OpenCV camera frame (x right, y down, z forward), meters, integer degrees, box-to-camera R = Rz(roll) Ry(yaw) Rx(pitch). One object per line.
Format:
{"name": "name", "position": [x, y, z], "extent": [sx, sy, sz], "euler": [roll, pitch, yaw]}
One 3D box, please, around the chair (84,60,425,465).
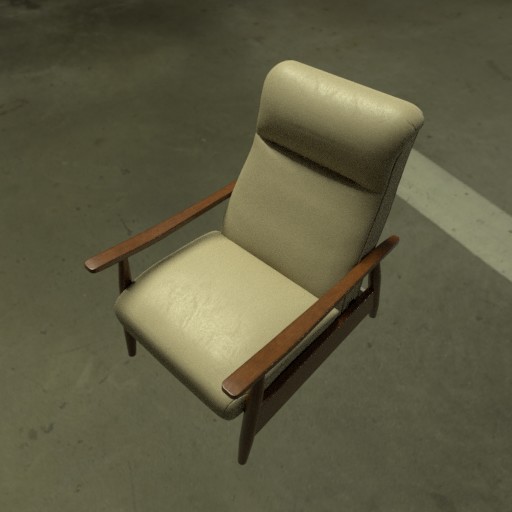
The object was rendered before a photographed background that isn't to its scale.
{"name": "chair", "position": [0.000, 0.000, 1.725], "extent": [0.762, 1.082, 1.014], "euler": [33, 55, 28]}
